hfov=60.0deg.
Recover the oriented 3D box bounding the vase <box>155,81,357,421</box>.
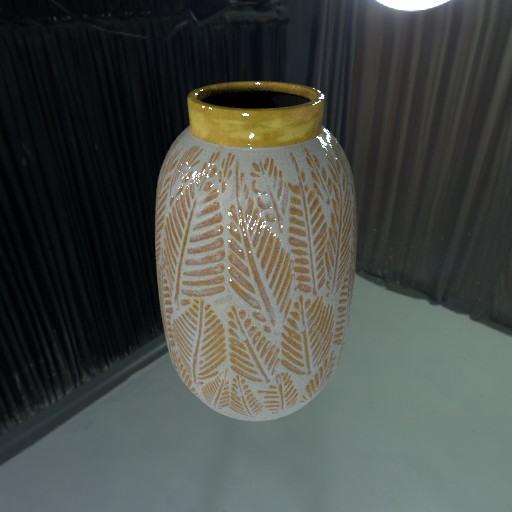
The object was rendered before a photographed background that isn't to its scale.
[{"bbox_3d":[0.000,0.000,0.384,0.172,0.270,0.172,0,32,0],"label":"vase"}]
